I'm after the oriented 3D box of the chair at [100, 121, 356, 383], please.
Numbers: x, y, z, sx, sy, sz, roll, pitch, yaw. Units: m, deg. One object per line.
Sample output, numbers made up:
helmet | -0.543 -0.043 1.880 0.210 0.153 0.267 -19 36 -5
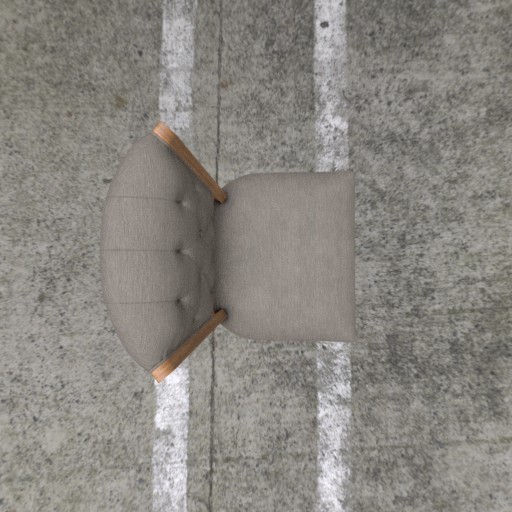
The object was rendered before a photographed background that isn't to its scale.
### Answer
chair | 0.000 0.000 1.249 0.584 0.905 0.513 0 89 0
